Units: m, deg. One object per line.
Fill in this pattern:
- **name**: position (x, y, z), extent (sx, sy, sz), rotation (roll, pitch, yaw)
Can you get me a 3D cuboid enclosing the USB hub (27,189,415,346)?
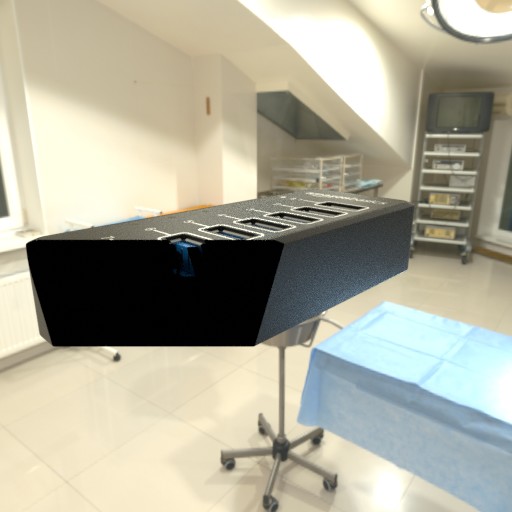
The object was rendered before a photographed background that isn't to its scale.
- **USB hub**: position (0.000, 0.000, 0.127), extent (0.044, 0.023, 0.110), rotation (16, 23, 42)
